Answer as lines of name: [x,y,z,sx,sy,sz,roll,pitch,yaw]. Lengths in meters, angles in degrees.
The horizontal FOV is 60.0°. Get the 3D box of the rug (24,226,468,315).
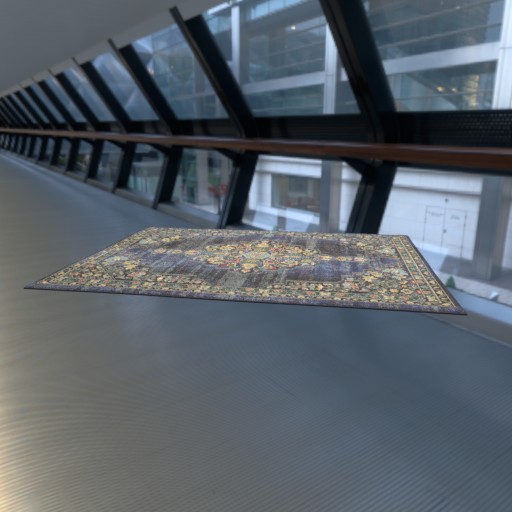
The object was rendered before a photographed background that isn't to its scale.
rug: [0.000,0.000,4.820,3.612,0.035,2.716,2,15,9]
